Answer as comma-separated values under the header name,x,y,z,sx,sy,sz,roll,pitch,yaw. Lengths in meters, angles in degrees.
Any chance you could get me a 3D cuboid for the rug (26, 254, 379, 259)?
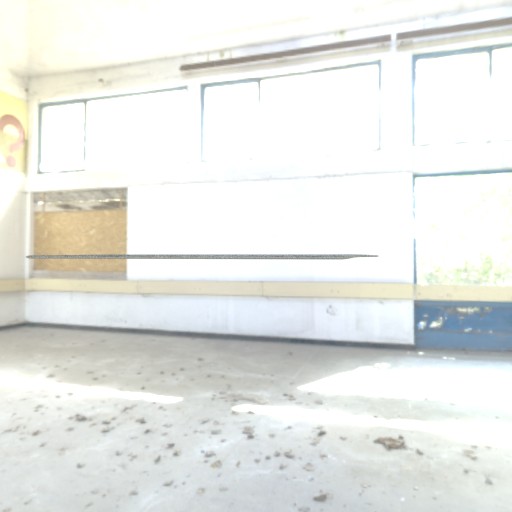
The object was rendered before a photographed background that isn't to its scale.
name,x,y,z,sx,sy,sz,roll,pitch,yaw
rug,0.000,0.000,3.083,1.535,0.022,2.498,0,0,18
